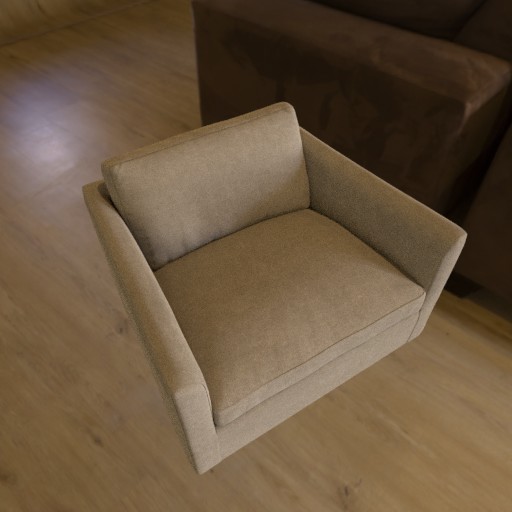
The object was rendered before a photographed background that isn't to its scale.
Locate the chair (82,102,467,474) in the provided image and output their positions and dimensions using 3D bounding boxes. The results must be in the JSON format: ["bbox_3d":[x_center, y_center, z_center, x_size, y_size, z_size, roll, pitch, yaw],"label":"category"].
[{"bbox_3d":[0.000,0.000,1.876,1.190,0.845,1.091,-24,51,-22],"label":"chair"}]
